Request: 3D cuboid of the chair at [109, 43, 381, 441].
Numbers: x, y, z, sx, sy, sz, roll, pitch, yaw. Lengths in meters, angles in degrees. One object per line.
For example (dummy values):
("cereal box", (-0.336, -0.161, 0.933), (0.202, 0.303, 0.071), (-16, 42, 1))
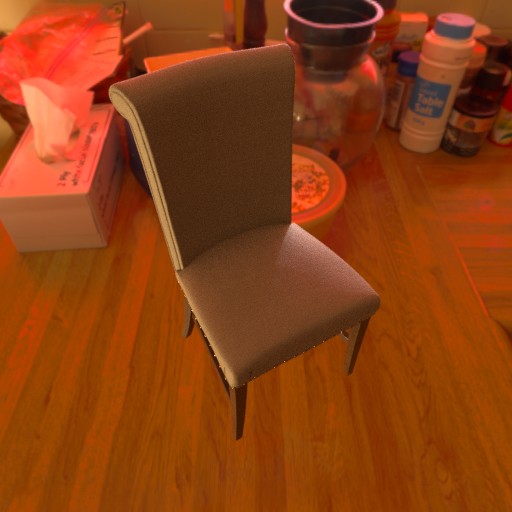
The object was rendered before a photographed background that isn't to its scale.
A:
("chair", (0.000, 0.000, 1.339), (0.513, 0.988, 0.608), (-23, 51, -21))
